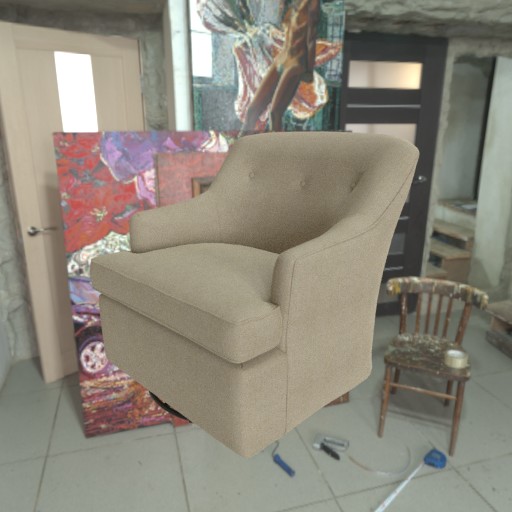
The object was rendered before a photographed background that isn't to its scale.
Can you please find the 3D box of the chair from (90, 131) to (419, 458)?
[{"bbox_3d":[0.000,0.000,1.601,0.864,0.856,0.923,16,23,42],"label":"chair"}]
